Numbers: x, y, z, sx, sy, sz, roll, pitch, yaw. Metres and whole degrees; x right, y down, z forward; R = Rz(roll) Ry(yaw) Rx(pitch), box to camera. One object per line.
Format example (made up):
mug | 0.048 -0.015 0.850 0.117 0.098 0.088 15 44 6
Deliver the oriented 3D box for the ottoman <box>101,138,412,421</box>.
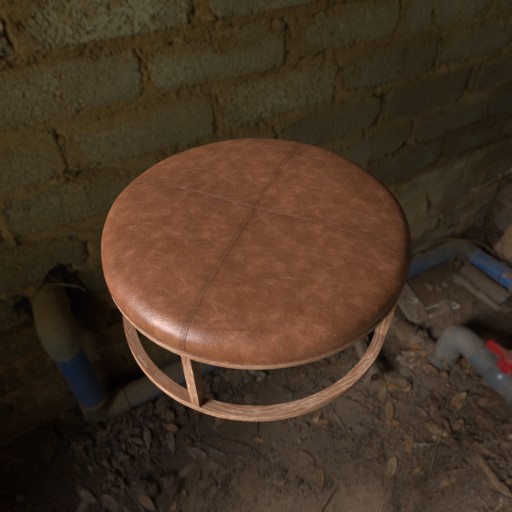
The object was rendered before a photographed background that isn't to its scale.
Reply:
ottoman | 0.000 0.000 1.559 1.006 0.445 1.006 0 45 0
